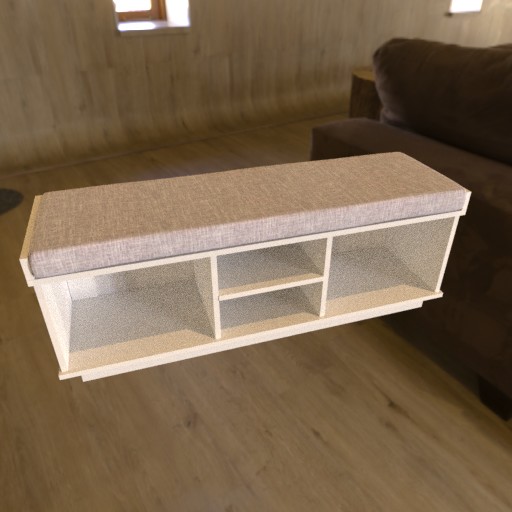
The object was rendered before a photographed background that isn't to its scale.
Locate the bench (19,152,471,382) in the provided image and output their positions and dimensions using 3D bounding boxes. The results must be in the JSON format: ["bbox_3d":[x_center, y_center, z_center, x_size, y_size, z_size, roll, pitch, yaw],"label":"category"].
[{"bbox_3d":[0.000,0.000,1.371,1.196,0.453,0.363,-10,33,-15],"label":"bench"}]
